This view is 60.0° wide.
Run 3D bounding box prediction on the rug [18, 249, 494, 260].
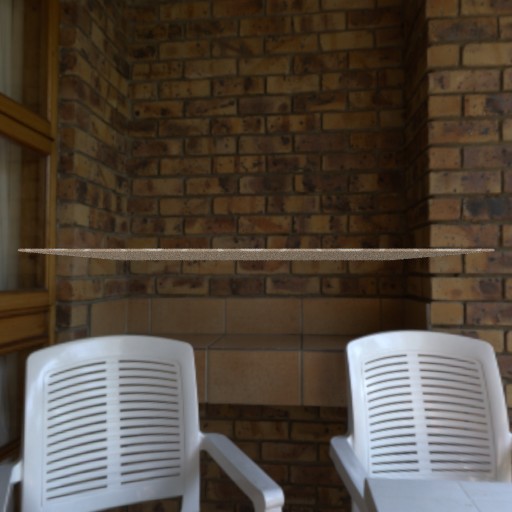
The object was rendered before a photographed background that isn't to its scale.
[{"bbox_3d":[0.000,0.000,2.736,2.134,0.010,1.524,0,-2,0],"label":"rug"}]
